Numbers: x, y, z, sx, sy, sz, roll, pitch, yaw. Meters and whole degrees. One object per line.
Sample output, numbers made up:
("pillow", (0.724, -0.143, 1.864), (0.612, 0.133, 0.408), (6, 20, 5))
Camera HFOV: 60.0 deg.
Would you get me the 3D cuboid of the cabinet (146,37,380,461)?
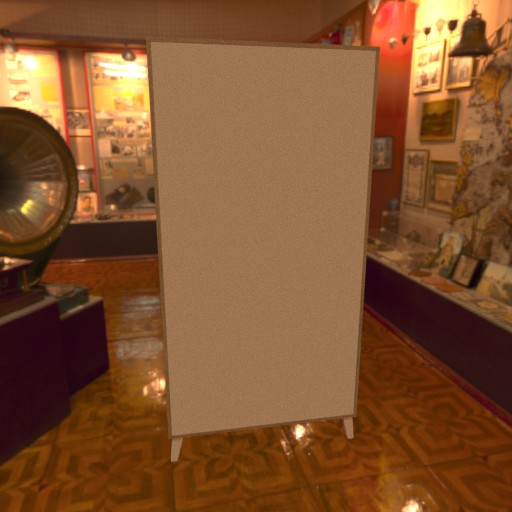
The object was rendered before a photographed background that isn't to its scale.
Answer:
("cabinet", (0.000, 0.000, 2.381), (1.006, 1.999, 0.571), (-3, 15, -11))
